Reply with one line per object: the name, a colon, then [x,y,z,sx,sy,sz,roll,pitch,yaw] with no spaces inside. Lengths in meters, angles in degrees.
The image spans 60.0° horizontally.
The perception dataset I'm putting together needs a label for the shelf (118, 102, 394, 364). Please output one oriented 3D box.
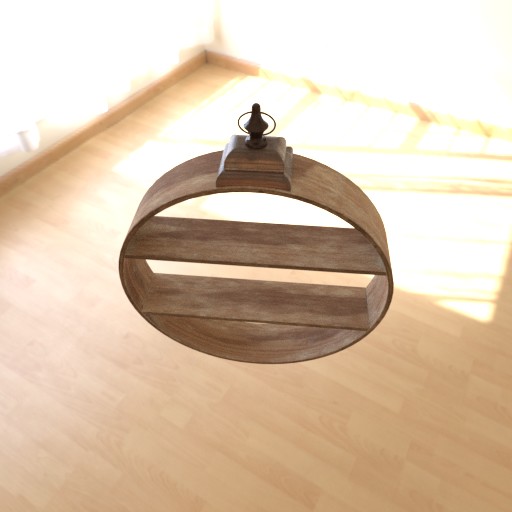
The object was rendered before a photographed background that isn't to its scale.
shelf: [0.000,0.000,0.985,0.601,0.725,0.125,4,47,4]
